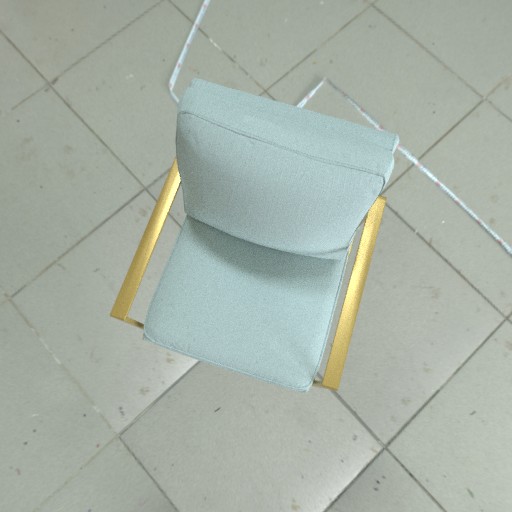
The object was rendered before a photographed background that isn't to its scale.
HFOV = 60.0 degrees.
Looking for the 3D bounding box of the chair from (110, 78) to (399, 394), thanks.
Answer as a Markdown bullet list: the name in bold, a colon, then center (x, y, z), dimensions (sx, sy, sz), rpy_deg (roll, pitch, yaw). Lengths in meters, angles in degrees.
- **chair**: center (0.000, 0.000, 1.583), dimensions (0.758, 0.956, 0.813), rpy_deg (17, 76, 4)
